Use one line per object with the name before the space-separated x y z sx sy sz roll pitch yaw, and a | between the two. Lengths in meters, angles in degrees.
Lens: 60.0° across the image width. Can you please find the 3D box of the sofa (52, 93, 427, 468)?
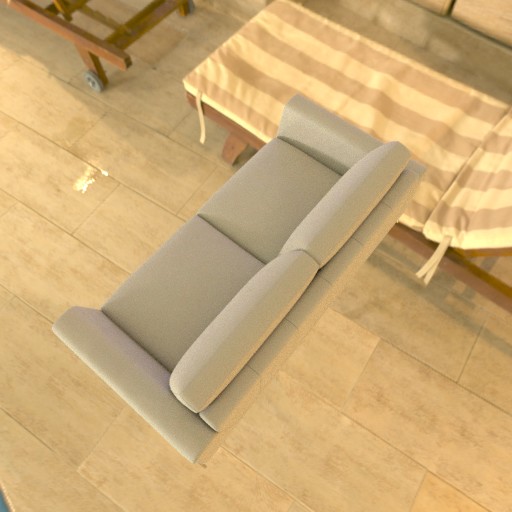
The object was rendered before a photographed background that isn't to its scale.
sofa | 0.000 0.000 2.496 0.953 0.875 2.017 36 69 16
